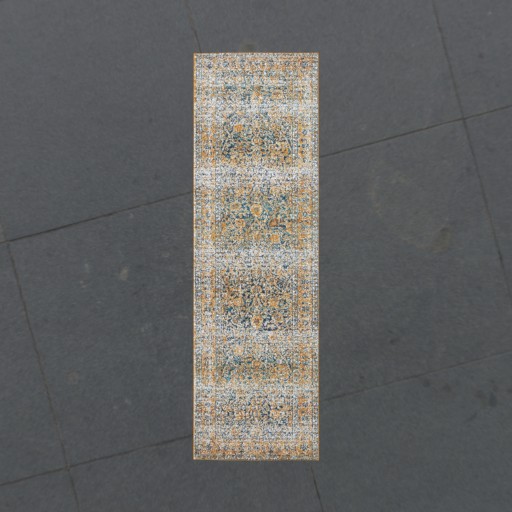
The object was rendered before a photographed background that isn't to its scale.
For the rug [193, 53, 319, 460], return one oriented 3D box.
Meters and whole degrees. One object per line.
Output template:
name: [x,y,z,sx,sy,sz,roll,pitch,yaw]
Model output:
rug: [0.000,0.000,2.493,0.704,0.014,2.294,0,90,1]
